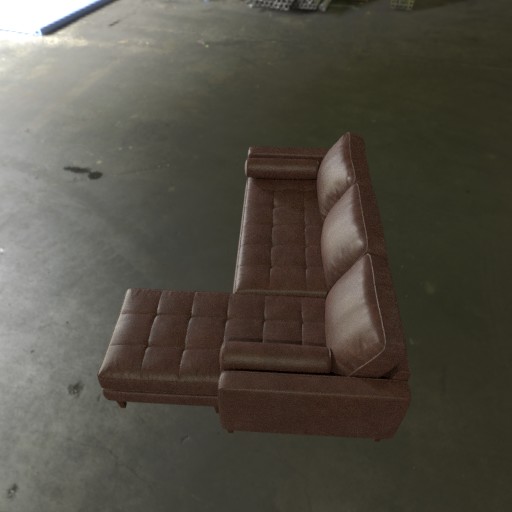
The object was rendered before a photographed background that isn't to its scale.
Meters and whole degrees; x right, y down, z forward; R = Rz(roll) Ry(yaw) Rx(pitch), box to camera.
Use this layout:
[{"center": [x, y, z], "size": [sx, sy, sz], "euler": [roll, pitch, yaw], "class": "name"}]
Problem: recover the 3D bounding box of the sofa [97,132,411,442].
[{"center": [0.000, 0.000, 2.983], "size": [1.613, 0.841, 2.185], "euler": [2, 46, 2], "class": "sofa"}]
